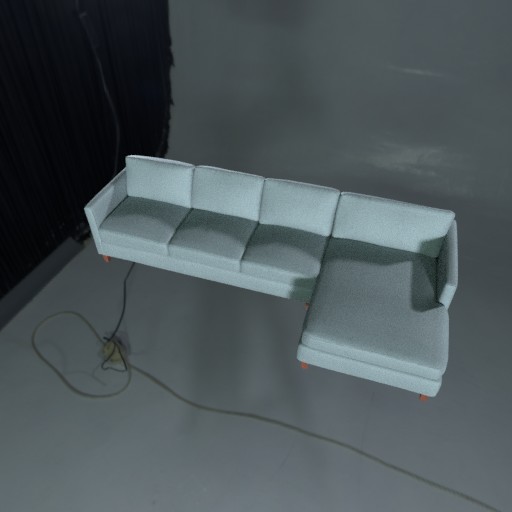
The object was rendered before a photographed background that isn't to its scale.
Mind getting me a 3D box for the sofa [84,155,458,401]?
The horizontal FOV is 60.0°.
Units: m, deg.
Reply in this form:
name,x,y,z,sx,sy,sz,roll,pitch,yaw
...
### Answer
name,x,y,z,sx,sy,sz,roll,pitch,yaw
sofa,0.000,0.000,4.144,3.471,0.950,1.604,12,43,13
